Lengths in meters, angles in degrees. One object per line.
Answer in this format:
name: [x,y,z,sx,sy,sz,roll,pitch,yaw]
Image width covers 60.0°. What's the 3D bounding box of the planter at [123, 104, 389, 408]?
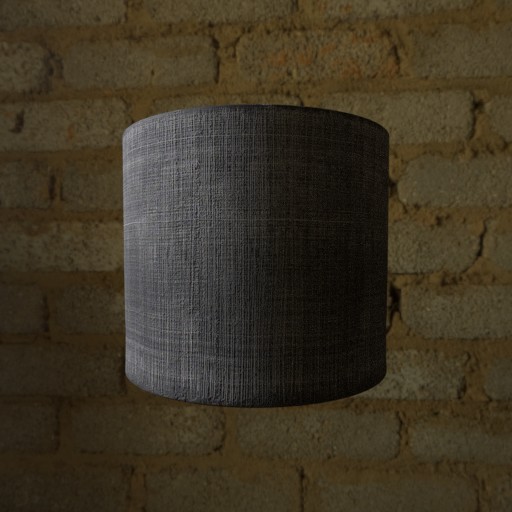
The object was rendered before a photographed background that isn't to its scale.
planter: [0.000,0.000,0.443,0.254,0.221,0.254,0,1,0]
